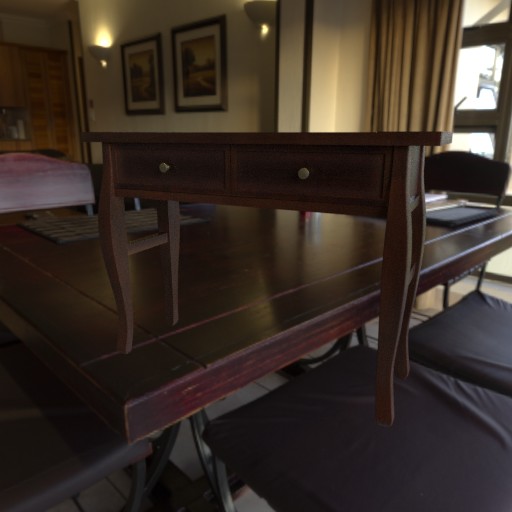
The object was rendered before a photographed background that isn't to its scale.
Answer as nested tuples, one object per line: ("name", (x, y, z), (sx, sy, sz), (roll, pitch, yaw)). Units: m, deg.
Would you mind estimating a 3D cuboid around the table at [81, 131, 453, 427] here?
("table", (0.000, 0.000, 1.425), (1.062, 0.768, 0.373), (8, 17, 25))
